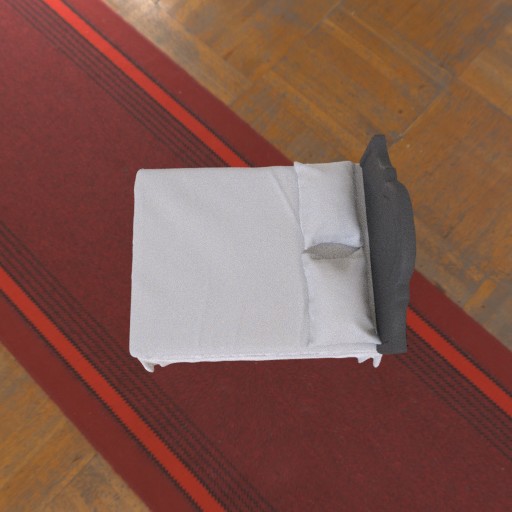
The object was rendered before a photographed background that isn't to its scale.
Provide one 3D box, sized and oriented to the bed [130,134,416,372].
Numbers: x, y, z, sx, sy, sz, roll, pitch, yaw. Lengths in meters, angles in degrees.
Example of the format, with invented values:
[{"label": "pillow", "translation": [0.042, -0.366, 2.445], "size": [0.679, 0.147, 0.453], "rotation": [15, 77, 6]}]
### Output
[{"label": "bed", "translation": [0.000, 0.000, 3.507], "size": [2.222, 1.634, 1.780], "rotation": [-2, 76, 0]}]
